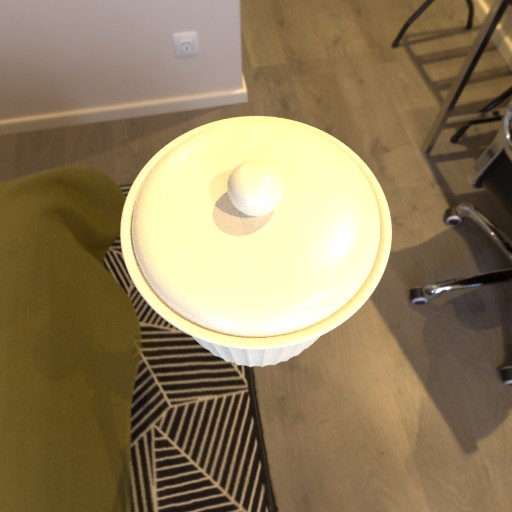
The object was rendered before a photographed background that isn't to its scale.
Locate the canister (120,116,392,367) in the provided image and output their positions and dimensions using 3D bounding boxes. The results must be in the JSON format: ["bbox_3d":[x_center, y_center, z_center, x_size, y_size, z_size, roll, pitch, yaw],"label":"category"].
[{"bbox_3d":[0.000,0.000,0.350,0.181,0.211,0.181,0,63,0],"label":"canister"}]
